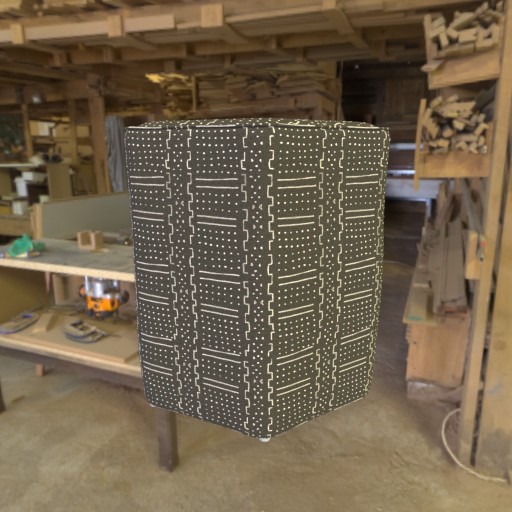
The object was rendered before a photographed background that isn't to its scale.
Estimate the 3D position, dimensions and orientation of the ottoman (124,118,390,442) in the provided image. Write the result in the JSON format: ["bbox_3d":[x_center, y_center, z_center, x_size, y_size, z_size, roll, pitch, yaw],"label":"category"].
[{"bbox_3d":[0.000,0.000,0.881,0.494,0.502,0.443,7,15,25],"label":"ottoman"}]
